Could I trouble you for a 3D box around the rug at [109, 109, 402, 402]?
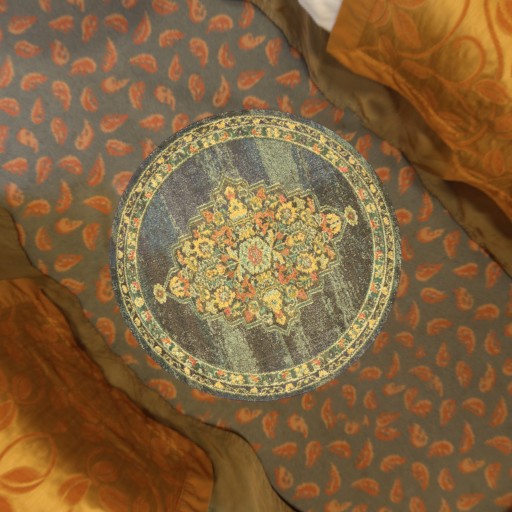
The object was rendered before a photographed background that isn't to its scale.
[{"bbox_3d":[0.000,0.000,3.611,2.386,0.014,2.386,0,91,-1],"label":"rug"}]
